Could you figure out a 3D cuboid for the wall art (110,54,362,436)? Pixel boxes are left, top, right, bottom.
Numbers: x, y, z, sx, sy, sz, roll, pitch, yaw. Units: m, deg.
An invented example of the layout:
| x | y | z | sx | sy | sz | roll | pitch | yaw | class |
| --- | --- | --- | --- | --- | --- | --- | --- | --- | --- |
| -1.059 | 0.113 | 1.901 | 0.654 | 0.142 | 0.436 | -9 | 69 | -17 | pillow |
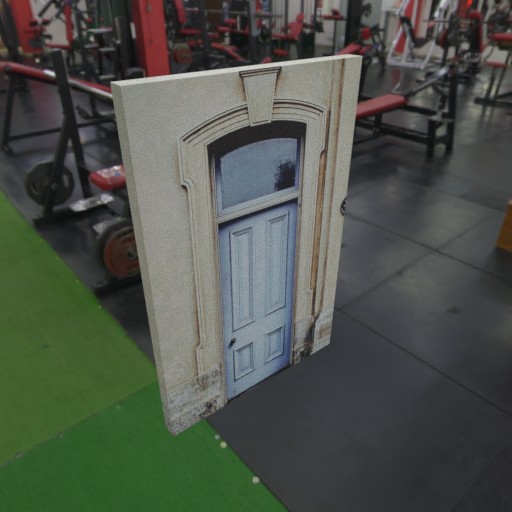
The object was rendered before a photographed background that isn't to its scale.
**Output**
| x | y | z | sx | sy | sz | roll | pitch | yaw | class |
| --- | --- | --- | --- | --- | --- | --- | --- | --- | --- |
| 0.000 | 0.000 | 0.964 | 0.508 | 0.764 | 0.038 | -22 | 38 | -31 | wall art |
